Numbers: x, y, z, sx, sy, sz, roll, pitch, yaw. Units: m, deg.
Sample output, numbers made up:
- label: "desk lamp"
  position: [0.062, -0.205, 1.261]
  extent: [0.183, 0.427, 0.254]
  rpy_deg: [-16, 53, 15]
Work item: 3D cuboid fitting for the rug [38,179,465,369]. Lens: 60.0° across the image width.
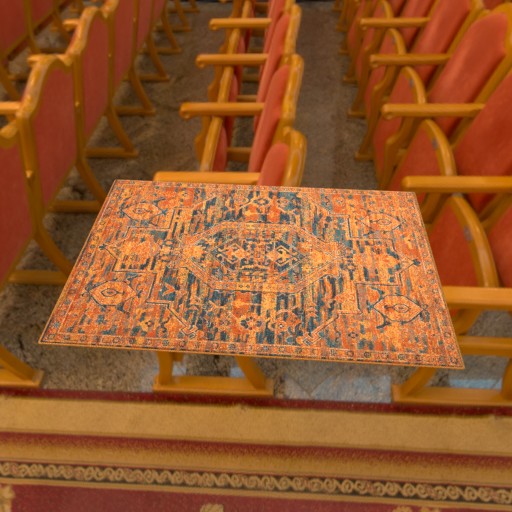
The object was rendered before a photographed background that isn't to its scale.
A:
- label: "rug"
  position: [0.000, 0.000, 1.083]
  extent: [0.863, 0.008, 0.557]
  rpy_deg: [3, 47, 3]
